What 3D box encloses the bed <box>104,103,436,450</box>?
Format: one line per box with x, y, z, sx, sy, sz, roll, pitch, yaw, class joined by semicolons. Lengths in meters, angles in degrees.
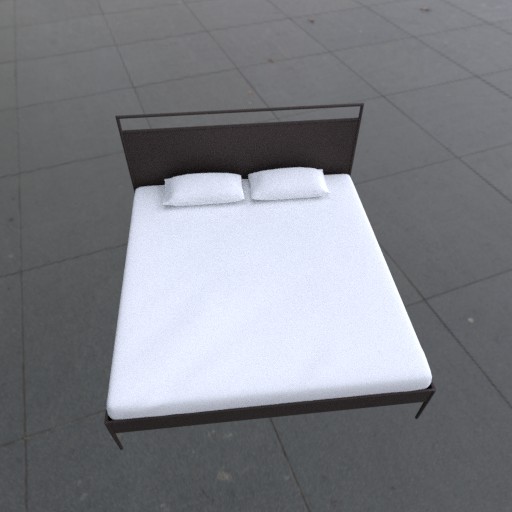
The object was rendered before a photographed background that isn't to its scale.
0.000;0.000;3.237;1.993;1.173;2.151;-4;47;-4;bed
